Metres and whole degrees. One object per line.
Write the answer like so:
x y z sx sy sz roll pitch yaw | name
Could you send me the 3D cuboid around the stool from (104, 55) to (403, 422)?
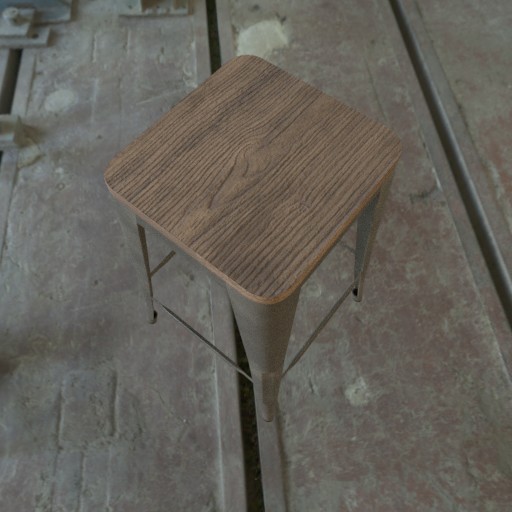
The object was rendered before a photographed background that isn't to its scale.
0.000 0.000 0.887 0.407 0.607 0.407 36 69 16 | stool
